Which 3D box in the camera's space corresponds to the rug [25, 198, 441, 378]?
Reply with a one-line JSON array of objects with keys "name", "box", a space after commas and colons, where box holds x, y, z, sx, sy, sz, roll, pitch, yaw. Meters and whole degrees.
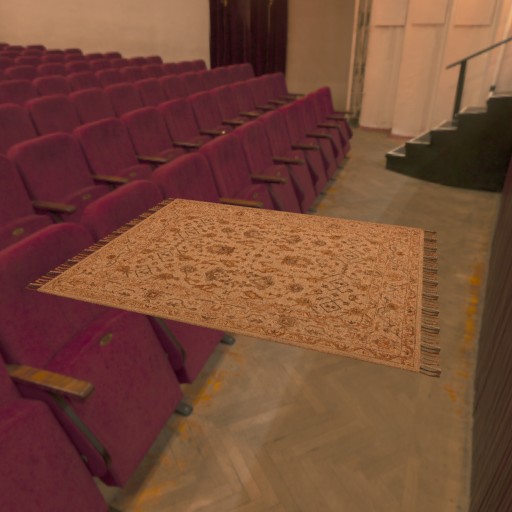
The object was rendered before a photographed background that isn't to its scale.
[{"name": "rug", "box": [0.000, 0.000, 2.235, 1.726, 0.009, 1.278, 9, 28, 17]}]
